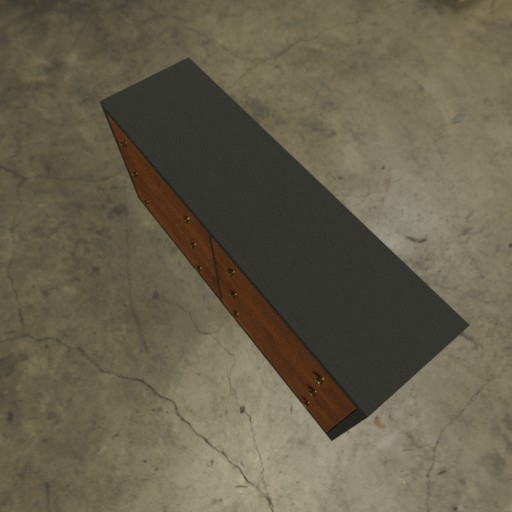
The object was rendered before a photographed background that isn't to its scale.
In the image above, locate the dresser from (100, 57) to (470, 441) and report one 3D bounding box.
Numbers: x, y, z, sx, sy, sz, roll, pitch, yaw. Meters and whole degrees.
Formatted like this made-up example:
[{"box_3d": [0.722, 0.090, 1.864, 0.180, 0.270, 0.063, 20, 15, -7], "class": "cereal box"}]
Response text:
[{"box_3d": [0.000, 0.000, 1.975, 0.463, 0.872, 1.558, -34, 67, -17], "class": "dresser"}]
